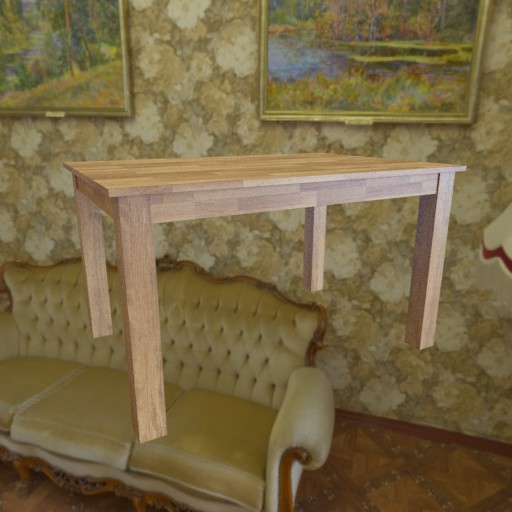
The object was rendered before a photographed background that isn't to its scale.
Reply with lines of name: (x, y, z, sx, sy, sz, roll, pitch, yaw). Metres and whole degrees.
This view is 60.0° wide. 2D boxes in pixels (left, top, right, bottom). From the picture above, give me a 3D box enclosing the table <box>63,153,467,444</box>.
table: (0.000, 0.000, 1.837, 1.300, 0.750, 0.900, -9, 19, -28)
